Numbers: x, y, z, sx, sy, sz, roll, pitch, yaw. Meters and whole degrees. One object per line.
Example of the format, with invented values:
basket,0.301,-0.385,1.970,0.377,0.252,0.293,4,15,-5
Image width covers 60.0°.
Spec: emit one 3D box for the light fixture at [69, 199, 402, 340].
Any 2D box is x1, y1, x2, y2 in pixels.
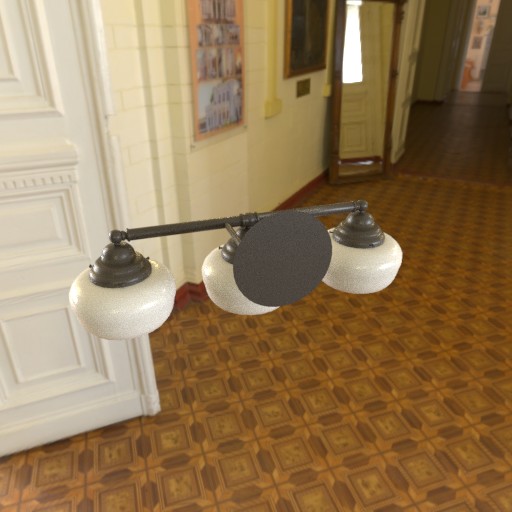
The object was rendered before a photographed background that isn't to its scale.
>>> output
light fixture,0.000,0.000,0.720,0.587,0.242,0.239,-9,28,-17
